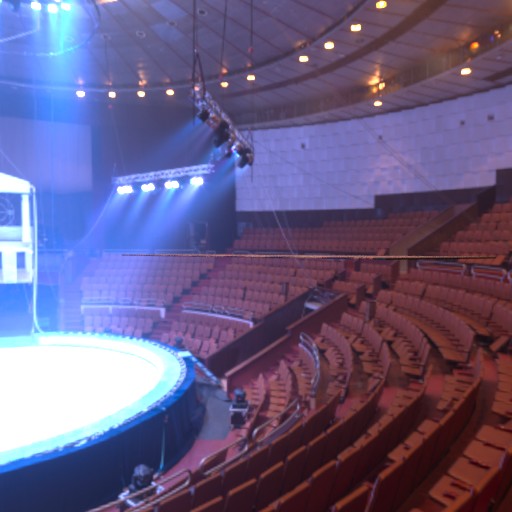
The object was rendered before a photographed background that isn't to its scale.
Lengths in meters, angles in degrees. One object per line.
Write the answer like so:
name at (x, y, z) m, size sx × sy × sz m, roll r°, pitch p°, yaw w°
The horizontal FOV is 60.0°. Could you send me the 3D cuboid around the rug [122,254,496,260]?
rug at (0.000, 0.000, 2.657) m, size 0.760 × 0.009 × 2.440 m, roll 0°, pitch 1°, yaw -37°
